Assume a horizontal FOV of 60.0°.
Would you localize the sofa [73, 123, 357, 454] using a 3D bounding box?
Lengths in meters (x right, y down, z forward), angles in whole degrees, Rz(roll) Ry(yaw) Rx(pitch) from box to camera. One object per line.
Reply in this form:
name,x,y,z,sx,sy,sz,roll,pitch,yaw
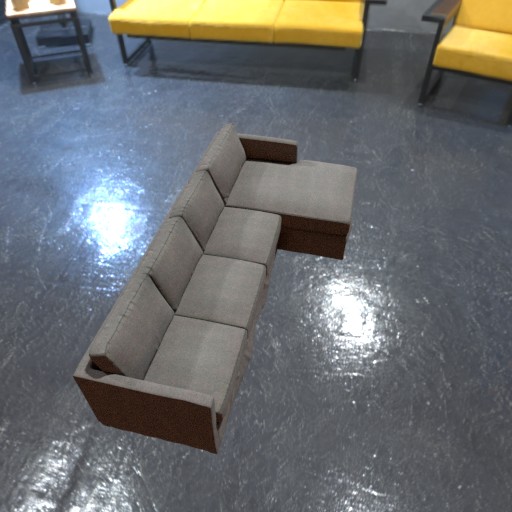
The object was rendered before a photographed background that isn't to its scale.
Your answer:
sofa,0.000,0.000,3.961,1.650,0.922,3.205,9,46,9
